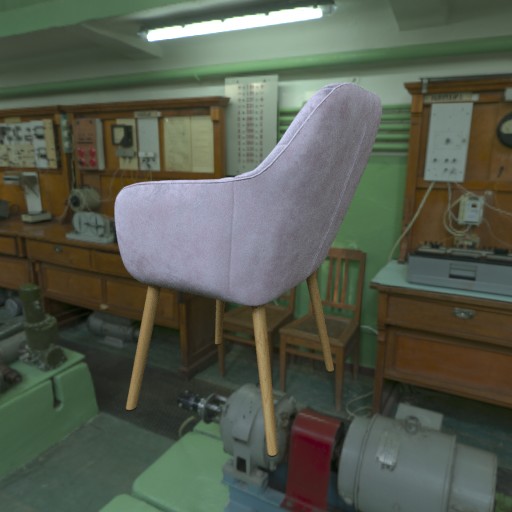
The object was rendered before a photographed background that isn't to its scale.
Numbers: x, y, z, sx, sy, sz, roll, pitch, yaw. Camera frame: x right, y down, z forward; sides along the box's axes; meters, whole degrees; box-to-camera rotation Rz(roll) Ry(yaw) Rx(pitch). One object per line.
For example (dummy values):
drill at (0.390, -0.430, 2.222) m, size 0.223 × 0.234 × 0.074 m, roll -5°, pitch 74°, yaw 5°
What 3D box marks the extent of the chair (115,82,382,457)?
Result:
chair at (0.000, 0.000, 1.212) m, size 0.570 × 0.832 × 0.610 m, roll 7°, pitch 16°, yaw 26°
